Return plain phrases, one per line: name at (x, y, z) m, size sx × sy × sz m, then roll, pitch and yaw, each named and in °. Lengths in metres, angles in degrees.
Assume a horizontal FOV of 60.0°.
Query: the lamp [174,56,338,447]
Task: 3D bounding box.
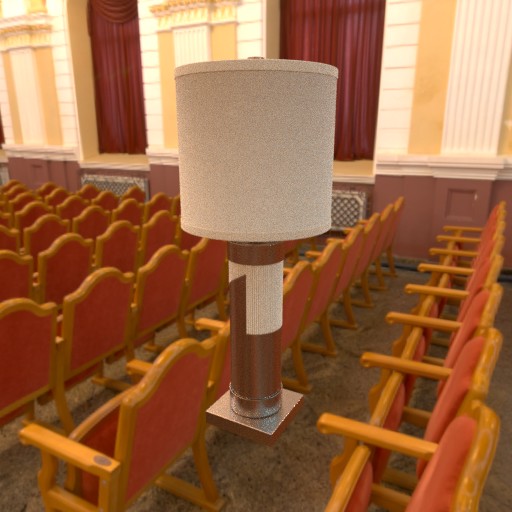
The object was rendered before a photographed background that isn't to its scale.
lamp at (0.000, 0.000, 0.618) m, size 0.202 × 0.509 × 0.202 m, roll 9°, pitch 18°, yaw 28°
